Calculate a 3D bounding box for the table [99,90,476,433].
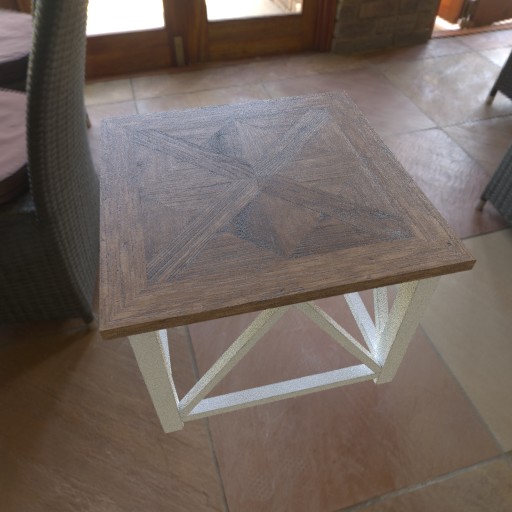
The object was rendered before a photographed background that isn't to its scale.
[{"bbox_3d":[0.000,0.000,1.216,0.700,0.532,0.700,-10,48,-9],"label":"table"}]
